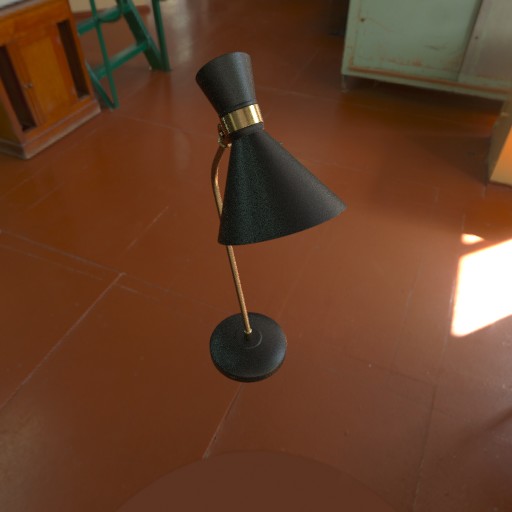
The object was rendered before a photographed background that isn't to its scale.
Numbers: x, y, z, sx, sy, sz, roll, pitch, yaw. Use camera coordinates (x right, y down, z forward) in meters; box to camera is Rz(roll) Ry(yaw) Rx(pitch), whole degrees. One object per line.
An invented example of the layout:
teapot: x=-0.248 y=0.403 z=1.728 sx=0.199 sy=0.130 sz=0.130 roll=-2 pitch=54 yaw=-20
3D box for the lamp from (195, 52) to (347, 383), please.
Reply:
lamp: x=0.000 y=0.000 z=0.762 sx=0.189 sy=0.647 sz=0.292 roll=-24 pitch=49 yaw=-22
